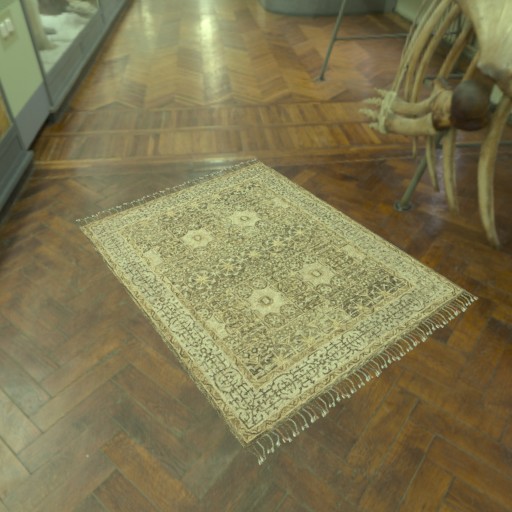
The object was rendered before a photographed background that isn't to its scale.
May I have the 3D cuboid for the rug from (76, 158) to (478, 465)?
[{"bbox_3d":[0.000,0.000,4.316,2.431,0.017,3.291,-25,46,-27],"label":"rug"}]
